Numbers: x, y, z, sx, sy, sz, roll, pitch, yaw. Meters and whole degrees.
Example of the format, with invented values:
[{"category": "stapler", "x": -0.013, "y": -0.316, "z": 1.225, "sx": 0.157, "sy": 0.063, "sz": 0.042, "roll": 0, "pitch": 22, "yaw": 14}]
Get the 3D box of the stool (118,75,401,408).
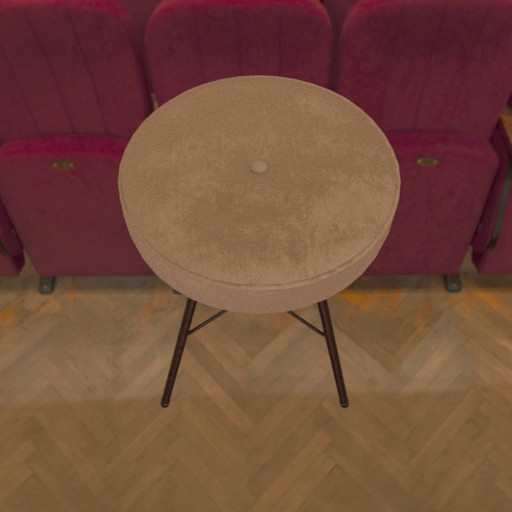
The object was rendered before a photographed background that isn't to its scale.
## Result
[{"category": "stool", "x": 0.000, "y": 0.000, "z": 0.862, "sx": 0.423, "sy": 0.538, "sz": 0.457, "roll": 0, "pitch": 59, "yaw": 0}]
